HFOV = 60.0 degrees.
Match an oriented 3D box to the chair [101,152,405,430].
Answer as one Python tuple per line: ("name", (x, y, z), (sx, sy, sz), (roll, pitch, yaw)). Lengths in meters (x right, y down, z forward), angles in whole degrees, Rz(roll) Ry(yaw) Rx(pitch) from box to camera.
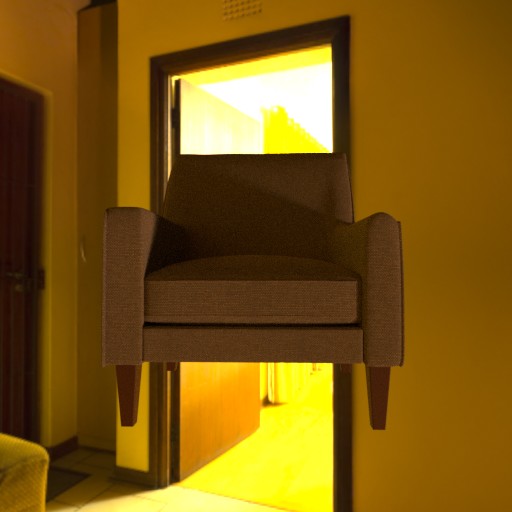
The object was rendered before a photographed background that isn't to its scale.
("chair", (0.000, 0.000, 1.566), (0.780, 0.919, 0.899), (0, -1, 2))
